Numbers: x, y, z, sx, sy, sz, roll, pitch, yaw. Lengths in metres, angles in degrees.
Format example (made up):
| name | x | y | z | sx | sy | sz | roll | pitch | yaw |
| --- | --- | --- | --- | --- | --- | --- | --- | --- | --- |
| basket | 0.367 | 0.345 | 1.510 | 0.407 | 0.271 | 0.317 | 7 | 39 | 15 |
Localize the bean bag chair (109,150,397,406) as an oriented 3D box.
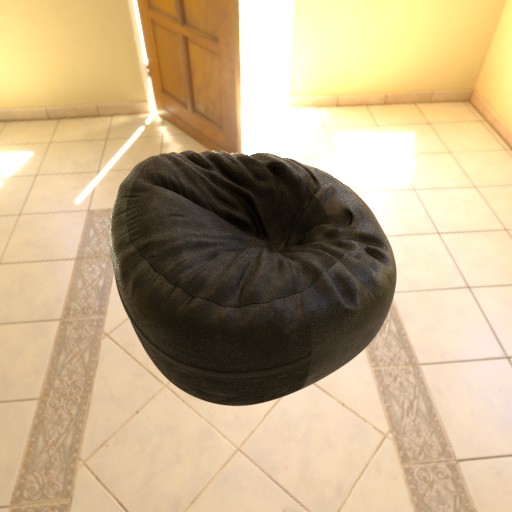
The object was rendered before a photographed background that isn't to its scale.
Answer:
| name | x | y | z | sx | sy | sz | roll | pitch | yaw |
| --- | --- | --- | --- | --- | --- | --- | --- | --- | --- |
| bean bag chair | 0.000 | 0.000 | 2.496 | 1.524 | 0.878 | 1.524 | -11 | 47 | -10 |
